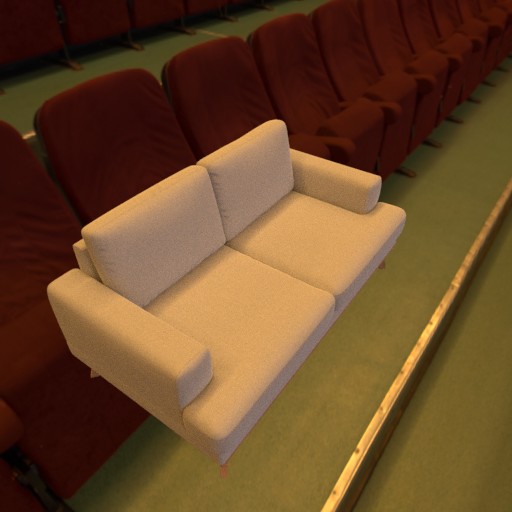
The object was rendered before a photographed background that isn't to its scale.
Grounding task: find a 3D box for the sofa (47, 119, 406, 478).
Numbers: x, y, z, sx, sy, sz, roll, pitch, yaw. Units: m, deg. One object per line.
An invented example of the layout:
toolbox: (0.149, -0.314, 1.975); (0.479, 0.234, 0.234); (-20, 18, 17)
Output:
sofa: (0.000, 0.000, 2.136); (0.915, 0.810, 1.651); (25, 46, 27)
